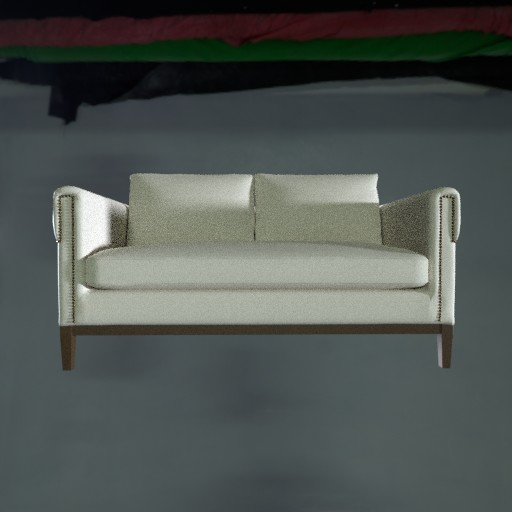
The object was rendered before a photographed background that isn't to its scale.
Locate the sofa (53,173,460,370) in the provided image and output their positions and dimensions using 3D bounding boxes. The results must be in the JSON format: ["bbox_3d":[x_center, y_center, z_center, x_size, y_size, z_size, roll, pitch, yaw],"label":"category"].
[{"bbox_3d":[0.000,0.000,2.130,1.598,0.873,0.905,0,1,-1],"label":"sofa"}]
